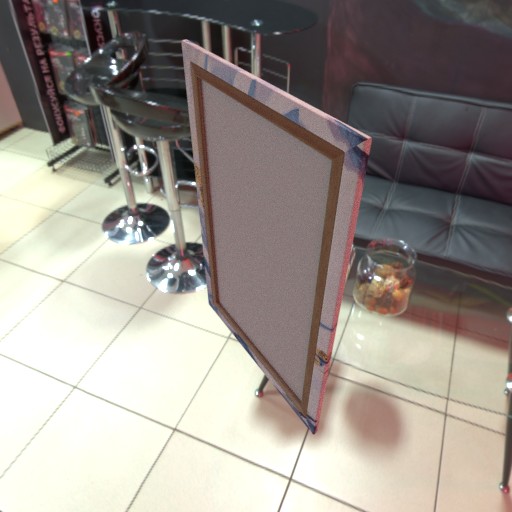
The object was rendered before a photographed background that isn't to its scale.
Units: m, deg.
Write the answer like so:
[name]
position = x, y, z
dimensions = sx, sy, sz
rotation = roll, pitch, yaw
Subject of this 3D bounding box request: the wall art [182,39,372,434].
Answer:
[wall art]
position = 0.000, 0.000, 1.156
dimensions = 0.016, 0.914, 0.610
rotation = -24, 47, -25
